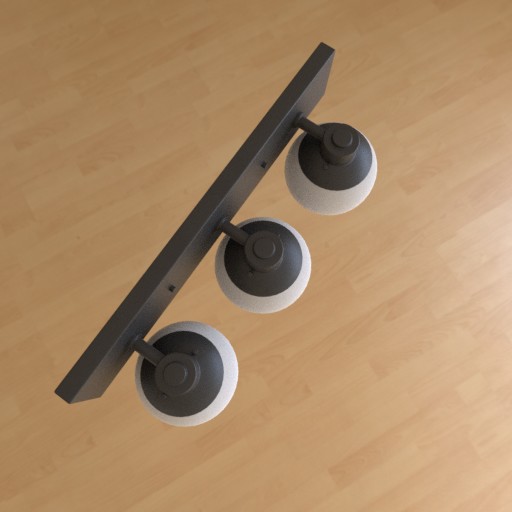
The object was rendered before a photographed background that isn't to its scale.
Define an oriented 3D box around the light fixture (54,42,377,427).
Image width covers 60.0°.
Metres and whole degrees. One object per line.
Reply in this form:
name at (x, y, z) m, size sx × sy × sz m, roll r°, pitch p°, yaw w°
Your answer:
light fixture at (0.000, 0.000, 0.825) m, size 0.218 × 0.263 × 0.721 m, roll 34°, pitch 79°, yaw 8°
